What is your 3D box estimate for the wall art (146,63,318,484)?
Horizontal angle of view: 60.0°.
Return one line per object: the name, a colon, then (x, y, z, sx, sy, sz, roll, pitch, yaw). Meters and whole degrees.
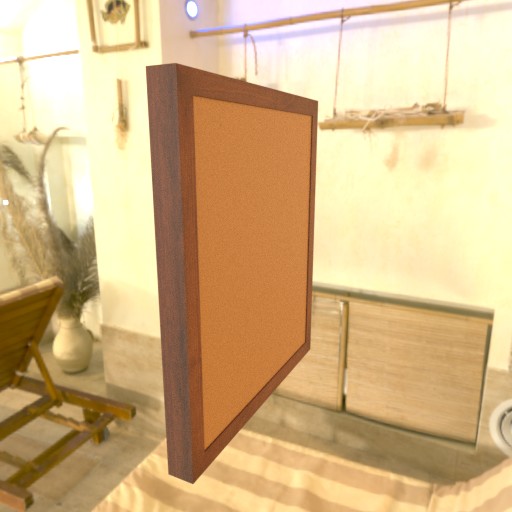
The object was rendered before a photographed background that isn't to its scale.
wall art: (0.000, 0.000, 0.535, 0.030, 0.381, 0.330, 7, 16, 26)
